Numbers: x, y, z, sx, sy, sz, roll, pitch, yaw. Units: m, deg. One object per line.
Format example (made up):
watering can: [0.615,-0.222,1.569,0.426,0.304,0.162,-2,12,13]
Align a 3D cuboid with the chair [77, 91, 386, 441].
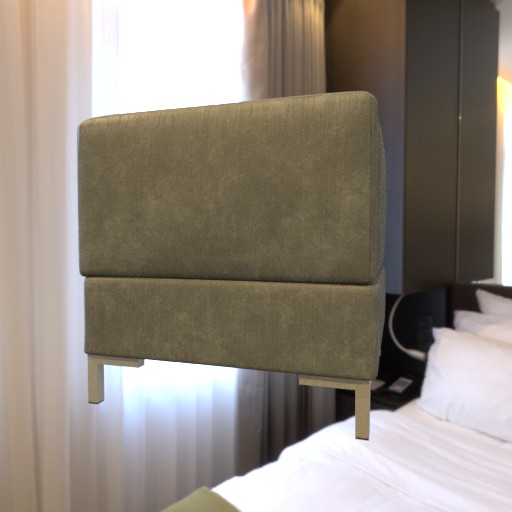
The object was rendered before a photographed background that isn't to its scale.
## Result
chair: [0.000,0.000,1.218,0.680,0.660,0.680,1,3,18]
